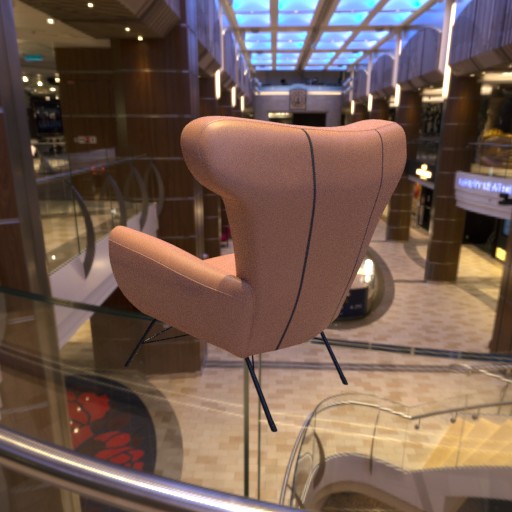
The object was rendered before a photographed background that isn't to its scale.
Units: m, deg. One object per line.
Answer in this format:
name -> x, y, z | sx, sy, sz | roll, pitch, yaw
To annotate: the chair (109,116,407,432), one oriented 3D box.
chair -> 0.000, 0.000, 1.777 | 0.980, 1.050, 0.900 | -15, 22, -42
